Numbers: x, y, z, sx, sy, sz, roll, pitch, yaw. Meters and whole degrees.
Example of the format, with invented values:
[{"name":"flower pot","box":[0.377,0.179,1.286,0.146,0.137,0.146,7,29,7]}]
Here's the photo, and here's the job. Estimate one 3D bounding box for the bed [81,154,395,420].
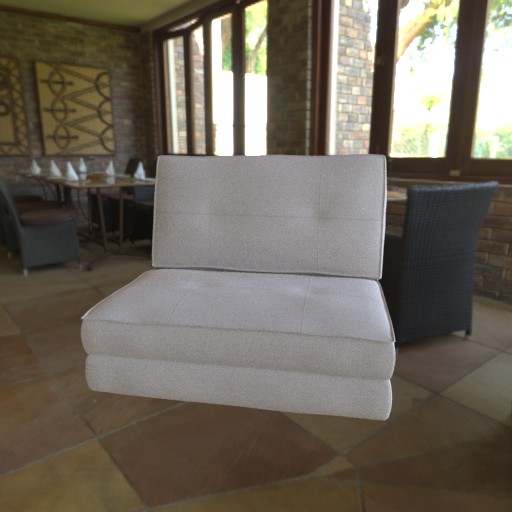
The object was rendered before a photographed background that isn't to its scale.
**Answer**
[{"name":"bed","box":[0.000,0.000,1.375,0.799,0.614,0.749,2,14,10]}]
